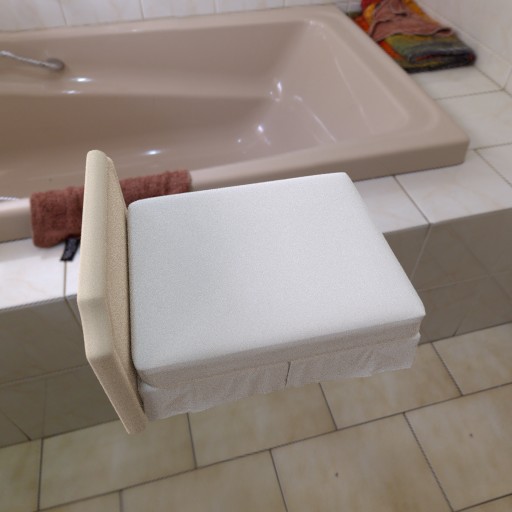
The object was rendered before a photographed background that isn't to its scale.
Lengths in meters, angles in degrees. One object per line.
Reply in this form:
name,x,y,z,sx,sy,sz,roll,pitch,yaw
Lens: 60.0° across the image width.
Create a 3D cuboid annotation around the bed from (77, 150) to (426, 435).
bed,0.000,0.000,3.356,2.209,1.296,1.827,-9,48,-8
